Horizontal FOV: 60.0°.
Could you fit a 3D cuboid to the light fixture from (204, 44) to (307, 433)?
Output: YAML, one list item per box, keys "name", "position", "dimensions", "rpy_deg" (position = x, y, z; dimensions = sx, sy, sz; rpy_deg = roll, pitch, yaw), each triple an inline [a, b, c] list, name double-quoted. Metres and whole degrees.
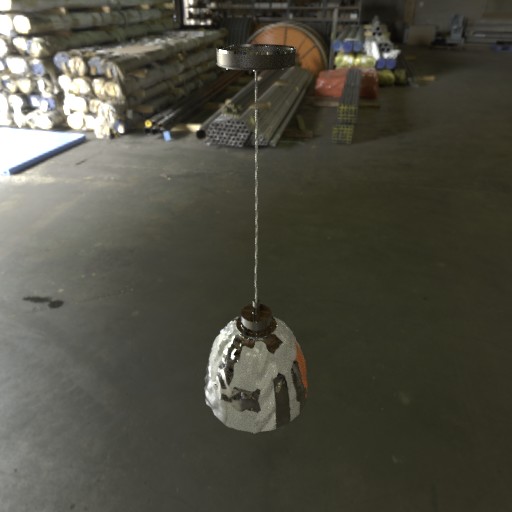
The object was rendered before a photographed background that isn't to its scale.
- name: "light fixture"
  position: [0.000, 0.000, 1.770]
  dimensions: [0.496, 1.511, 0.500]
  rpy_deg: [-1, 30, -2]
